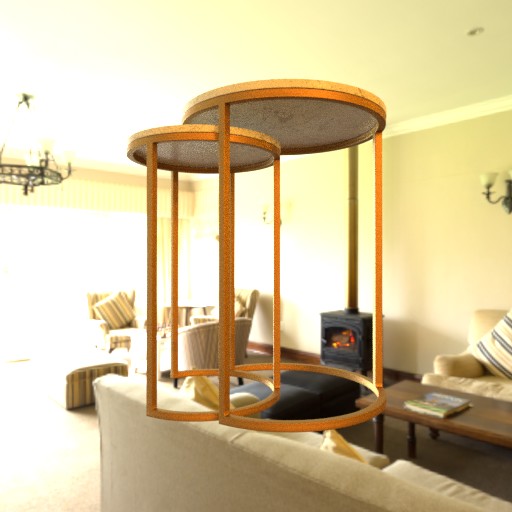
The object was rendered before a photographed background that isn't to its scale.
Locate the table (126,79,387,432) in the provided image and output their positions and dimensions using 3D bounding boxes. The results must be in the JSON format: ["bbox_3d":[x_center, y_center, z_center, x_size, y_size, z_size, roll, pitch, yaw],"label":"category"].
[{"bbox_3d":[0.000,0.000,0.887,0.507,0.550,0.400,0,0,-1],"label":"table"}]
